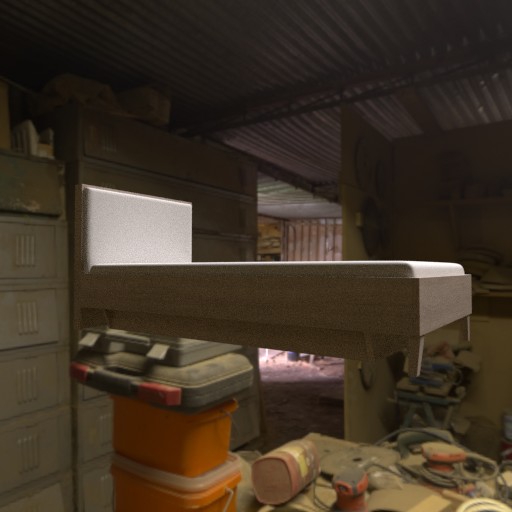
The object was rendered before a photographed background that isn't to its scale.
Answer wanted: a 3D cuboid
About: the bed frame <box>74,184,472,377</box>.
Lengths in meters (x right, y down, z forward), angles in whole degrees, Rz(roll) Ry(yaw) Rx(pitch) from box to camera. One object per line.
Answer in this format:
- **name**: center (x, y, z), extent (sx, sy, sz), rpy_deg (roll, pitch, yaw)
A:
- **bed frame**: center (0.000, 0.000, 2.608), extent (2.140, 0.920, 0.990), rpy_deg (-1, -2, 36)
